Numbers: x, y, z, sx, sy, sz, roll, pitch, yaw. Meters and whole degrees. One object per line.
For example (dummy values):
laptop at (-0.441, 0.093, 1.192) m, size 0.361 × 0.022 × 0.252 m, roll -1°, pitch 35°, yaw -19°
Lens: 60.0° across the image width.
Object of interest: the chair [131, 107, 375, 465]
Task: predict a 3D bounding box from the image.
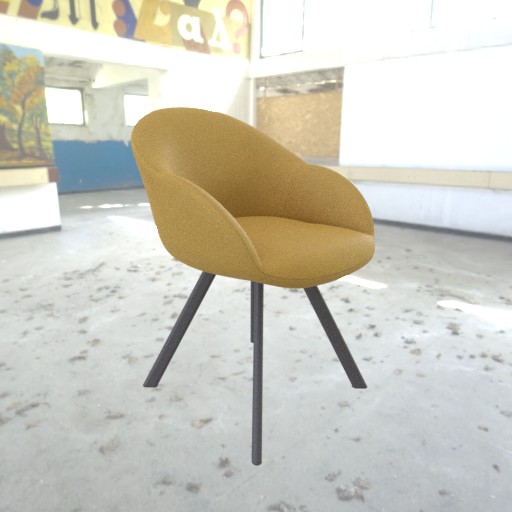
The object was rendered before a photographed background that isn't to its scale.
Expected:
chair at (0.000, 0.000, 1.202) m, size 0.583 × 0.793 × 0.551 m, roll 14°, pitch 20°, yaw 43°
